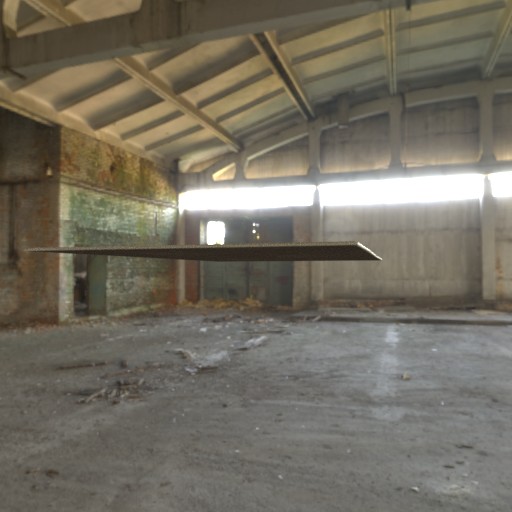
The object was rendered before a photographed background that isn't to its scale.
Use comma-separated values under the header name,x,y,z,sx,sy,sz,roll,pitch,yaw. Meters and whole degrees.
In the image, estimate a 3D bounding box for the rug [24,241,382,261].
name,x,y,z,sx,sy,sz,roll,pitch,yaw
rug,0.000,0.000,3.484,1.819,0.018,2.746,-1,-2,18
